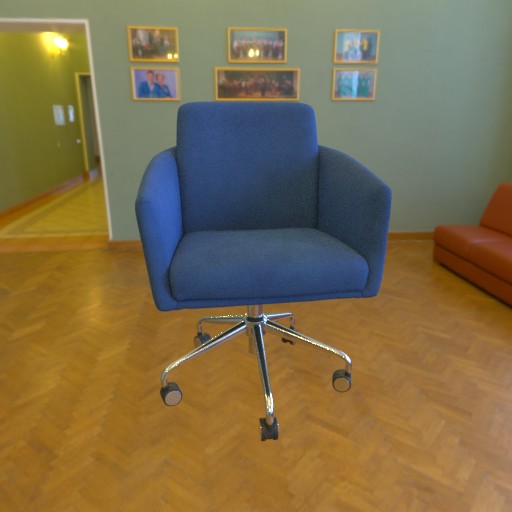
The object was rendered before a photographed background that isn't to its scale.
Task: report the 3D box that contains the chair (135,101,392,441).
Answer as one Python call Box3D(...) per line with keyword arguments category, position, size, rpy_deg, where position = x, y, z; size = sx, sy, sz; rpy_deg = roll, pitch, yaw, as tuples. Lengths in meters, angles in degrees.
Box3D(category="chair", position=(0.000, 0.000, 1.356), size=(0.641, 0.908, 0.635), rpy_deg=(-2, 18, -7))
